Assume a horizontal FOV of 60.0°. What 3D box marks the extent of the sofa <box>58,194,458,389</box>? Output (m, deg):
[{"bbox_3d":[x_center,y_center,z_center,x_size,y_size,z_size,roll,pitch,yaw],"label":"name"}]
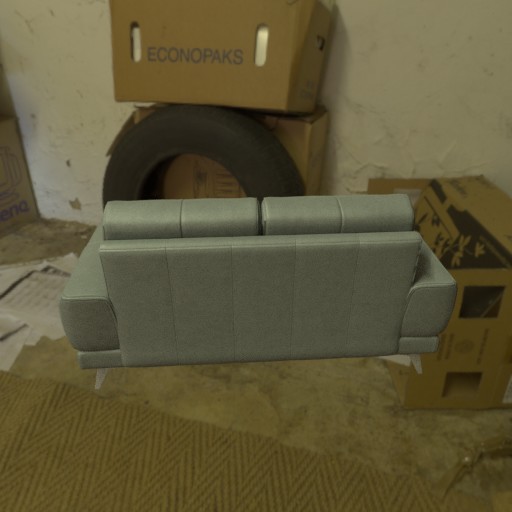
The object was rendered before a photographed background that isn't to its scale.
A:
[{"bbox_3d":[0.000,0.000,2.395,1.806,0.907,1.018,-2,29,-3],"label":"sofa"}]
